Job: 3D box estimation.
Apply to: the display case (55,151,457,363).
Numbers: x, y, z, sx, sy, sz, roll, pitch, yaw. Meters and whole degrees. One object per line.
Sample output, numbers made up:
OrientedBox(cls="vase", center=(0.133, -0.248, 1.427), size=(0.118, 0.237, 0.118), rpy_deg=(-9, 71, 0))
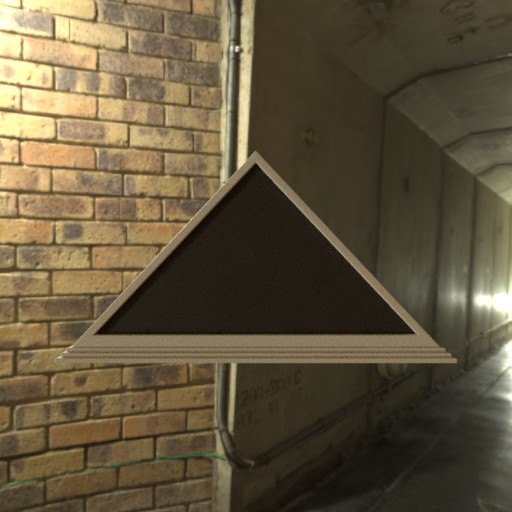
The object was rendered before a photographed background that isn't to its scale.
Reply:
OrientedBox(cls="display case", center=(0.000, 0.000, 0.752), size=(0.640, 0.340, 0.095), rpy_deg=(0, 0, 0))
